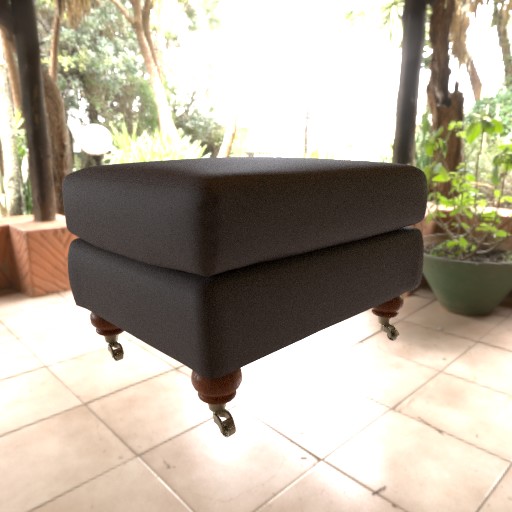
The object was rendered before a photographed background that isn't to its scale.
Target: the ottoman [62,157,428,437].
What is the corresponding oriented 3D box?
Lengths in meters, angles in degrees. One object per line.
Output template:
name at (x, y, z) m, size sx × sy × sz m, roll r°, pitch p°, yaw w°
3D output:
ottoman at (0.000, 0.000, 1.143) m, size 0.773 × 0.497 × 0.574 m, roll -13°, pitch 19°, yaw -43°
